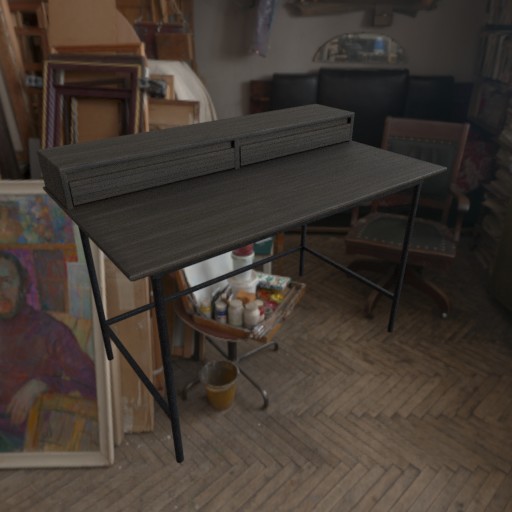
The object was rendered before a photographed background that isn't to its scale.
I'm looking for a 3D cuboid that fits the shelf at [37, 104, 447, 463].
[{"bbox_3d":[0.000,0.000,1.670,1.212,0.865,0.685,-21,36,-32],"label":"shelf"}]
